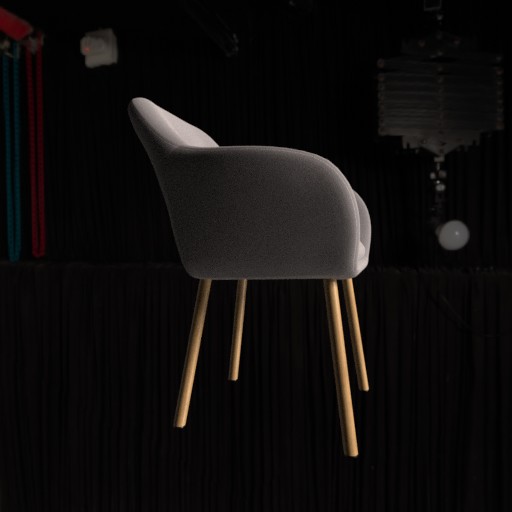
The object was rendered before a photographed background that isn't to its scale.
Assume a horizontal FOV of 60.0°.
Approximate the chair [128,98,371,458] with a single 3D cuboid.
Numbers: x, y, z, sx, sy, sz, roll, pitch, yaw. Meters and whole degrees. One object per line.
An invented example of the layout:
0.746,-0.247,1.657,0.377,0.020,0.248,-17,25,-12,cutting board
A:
0.000,0.000,1.221,0.590,0.830,0.570,1,2,17,chair
